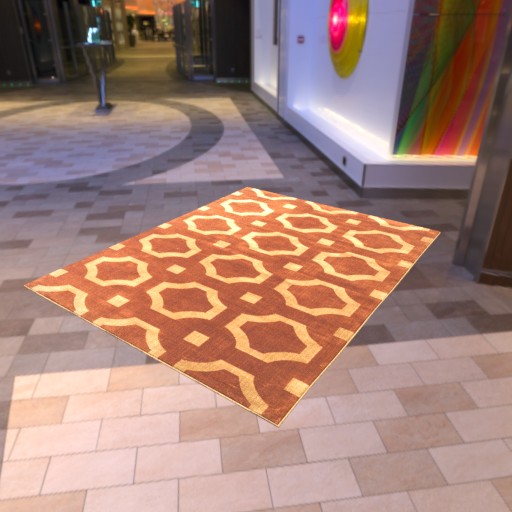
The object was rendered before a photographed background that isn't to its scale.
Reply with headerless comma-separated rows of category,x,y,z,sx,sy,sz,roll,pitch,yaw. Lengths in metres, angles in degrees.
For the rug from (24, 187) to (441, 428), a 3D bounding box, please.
rug,0.000,0.000,4.063,2.466,0.021,3.049,18,32,31
